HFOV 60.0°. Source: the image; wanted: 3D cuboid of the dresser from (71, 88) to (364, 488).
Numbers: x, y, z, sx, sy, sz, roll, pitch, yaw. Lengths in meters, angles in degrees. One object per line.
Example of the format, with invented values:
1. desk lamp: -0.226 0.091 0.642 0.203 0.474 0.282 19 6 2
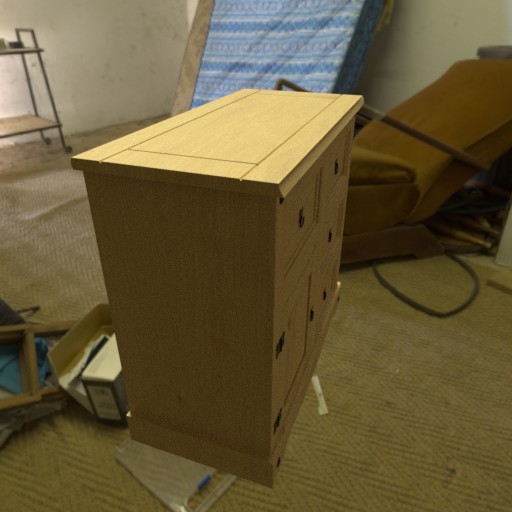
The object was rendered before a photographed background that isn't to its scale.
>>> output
1. dresser: 0.000 0.000 1.379 0.440 0.835 0.915 10 31 18
